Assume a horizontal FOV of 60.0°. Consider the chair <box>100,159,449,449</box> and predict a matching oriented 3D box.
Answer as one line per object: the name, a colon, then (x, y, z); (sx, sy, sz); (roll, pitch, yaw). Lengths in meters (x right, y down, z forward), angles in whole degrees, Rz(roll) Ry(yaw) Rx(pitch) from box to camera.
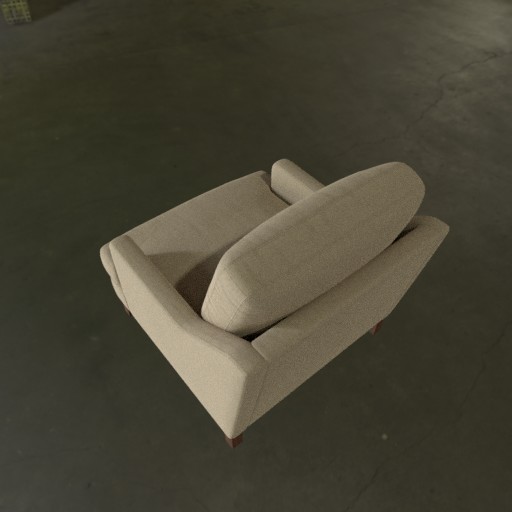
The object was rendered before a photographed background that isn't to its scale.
chair: (0.000, 0.000, 1.729); (0.912, 0.916, 1.001); (-30, 53, -27)
